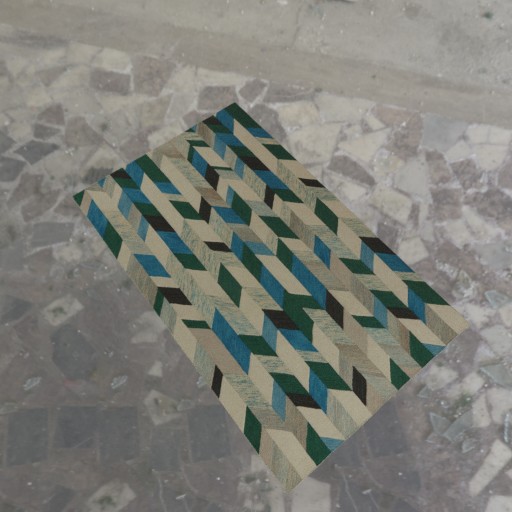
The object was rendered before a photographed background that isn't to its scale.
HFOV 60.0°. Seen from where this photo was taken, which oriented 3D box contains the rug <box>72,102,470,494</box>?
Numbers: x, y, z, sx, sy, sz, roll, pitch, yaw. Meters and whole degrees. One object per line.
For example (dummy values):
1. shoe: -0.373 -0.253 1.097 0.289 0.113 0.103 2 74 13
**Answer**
1. rug: 0.000 0.000 2.995 1.507 0.007 2.433 -35 68 -16
